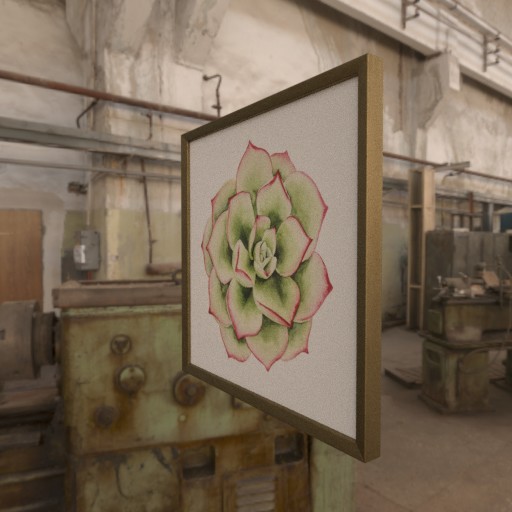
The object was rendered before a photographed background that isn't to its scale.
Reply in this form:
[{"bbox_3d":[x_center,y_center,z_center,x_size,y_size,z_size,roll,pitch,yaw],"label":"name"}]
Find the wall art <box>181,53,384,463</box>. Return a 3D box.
[{"bbox_3d":[0.000,0.000,0.757,0.031,0.506,0.503,-1,2,-36],"label":"wall art"}]
